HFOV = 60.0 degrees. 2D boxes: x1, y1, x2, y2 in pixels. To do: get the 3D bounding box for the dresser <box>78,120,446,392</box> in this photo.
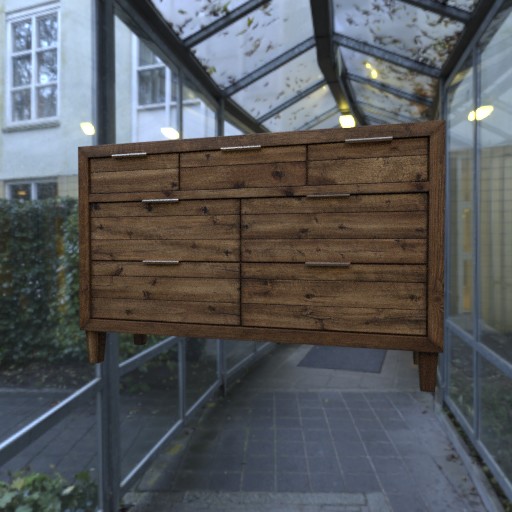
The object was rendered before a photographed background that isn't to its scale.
[{"bbox_3d":[0.000,0.000,1.826,1.387,0.892,0.438,0,1,16],"label":"dresser"}]
